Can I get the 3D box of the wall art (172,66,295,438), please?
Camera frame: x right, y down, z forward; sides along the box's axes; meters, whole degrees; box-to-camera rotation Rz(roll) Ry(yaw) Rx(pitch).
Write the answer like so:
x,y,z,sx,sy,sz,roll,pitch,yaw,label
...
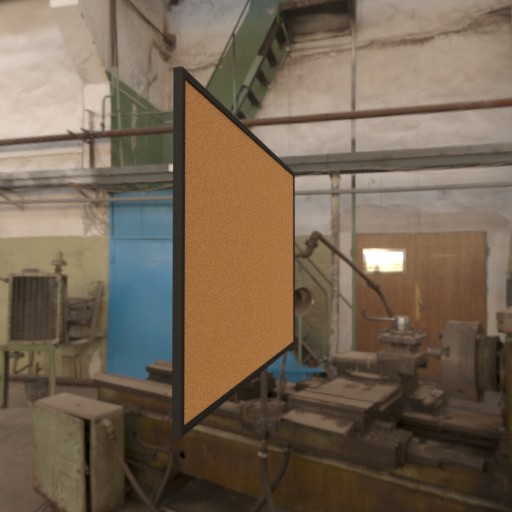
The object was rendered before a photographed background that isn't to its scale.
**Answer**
x,y,z,sx,sy,sz,roll,pitch,yaw,label
0.000,0.000,0.866,0.013,0.458,0.664,0,-1,17,wall art
